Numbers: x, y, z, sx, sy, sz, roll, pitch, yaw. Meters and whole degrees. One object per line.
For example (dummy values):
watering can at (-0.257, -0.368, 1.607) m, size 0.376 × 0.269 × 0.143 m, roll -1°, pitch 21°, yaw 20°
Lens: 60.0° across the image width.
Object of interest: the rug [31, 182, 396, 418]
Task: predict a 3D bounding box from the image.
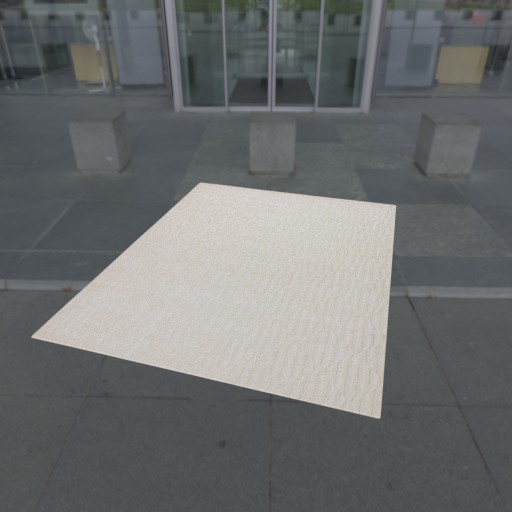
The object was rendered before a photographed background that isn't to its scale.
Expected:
rug at (0.000, 0.000, 4.091) m, size 2.410 × 0.021 × 3.055 m, roll 9°, pitch 32°, yaw 14°
